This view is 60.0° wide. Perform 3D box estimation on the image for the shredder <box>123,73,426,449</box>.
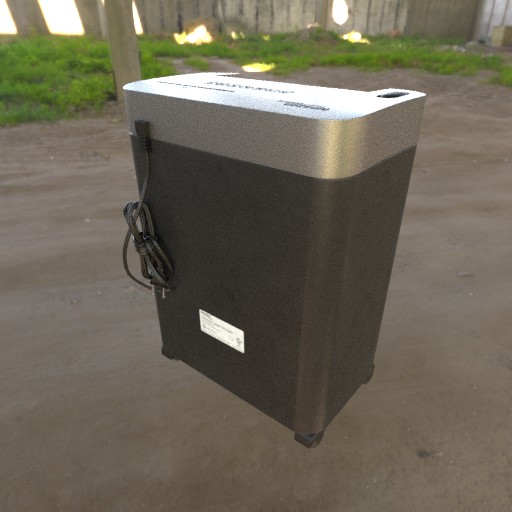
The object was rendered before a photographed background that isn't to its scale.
[{"bbox_3d":[0.000,0.000,0.582,0.311,0.419,0.237,21,35,33],"label":"shredder"}]
